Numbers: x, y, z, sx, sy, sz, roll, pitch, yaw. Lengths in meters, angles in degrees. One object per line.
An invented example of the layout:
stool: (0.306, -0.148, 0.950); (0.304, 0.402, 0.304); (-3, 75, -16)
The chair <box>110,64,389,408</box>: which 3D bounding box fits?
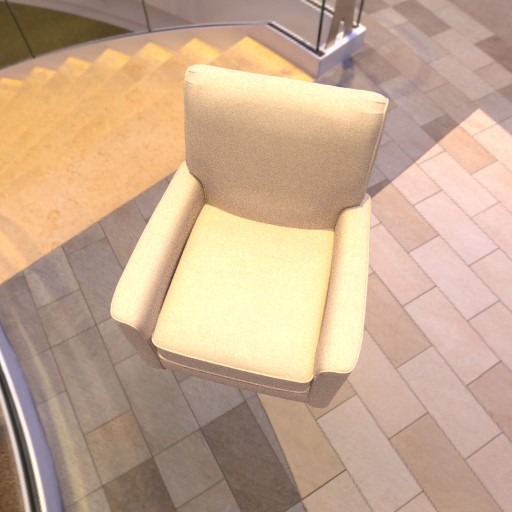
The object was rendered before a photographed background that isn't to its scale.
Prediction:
chair: (0.000, 0.000, 1.679); (0.841, 1.023, 0.858); (12, 61, 7)
